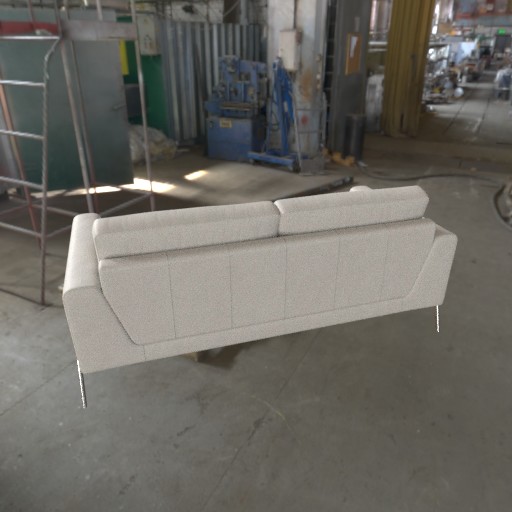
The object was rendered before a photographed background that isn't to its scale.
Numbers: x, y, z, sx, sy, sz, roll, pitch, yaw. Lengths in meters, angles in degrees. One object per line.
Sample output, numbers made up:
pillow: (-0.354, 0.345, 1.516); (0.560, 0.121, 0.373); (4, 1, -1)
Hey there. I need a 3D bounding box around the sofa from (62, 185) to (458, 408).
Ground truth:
sofa: (0.000, 0.000, 2.584); (2.017, 0.875, 0.953); (-8, 27, -16)
